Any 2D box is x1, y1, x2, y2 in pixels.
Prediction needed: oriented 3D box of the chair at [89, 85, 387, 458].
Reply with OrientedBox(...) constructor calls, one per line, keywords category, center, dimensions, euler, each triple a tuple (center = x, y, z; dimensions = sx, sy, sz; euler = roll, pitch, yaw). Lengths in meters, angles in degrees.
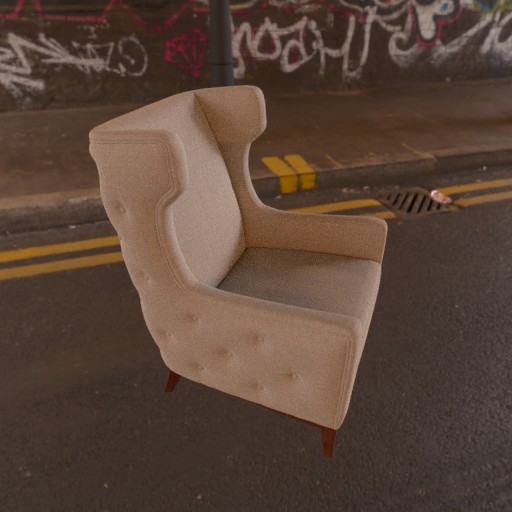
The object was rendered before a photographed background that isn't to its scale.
OrientedBox(category="chair", center=(0.000, 0.000, 1.660), dimensions=(0.899, 1.079, 0.778), euler=(11, 33, 17))
